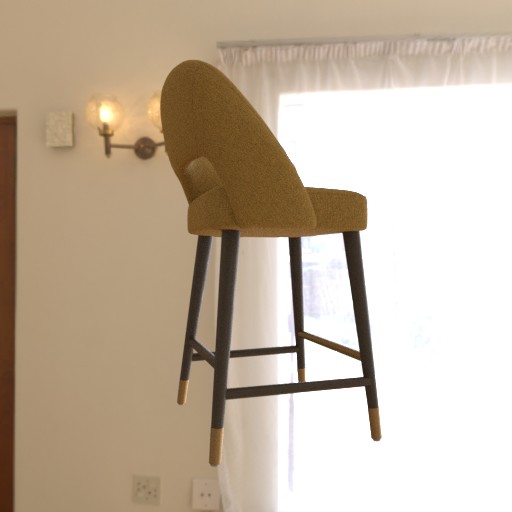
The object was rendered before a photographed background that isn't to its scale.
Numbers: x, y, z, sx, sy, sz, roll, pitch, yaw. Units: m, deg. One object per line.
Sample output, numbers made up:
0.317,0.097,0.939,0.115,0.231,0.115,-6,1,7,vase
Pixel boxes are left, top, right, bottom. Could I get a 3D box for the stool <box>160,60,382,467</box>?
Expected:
0.000,0.000,1.252,0.522,0.939,0.536,0,0,-19,stool
